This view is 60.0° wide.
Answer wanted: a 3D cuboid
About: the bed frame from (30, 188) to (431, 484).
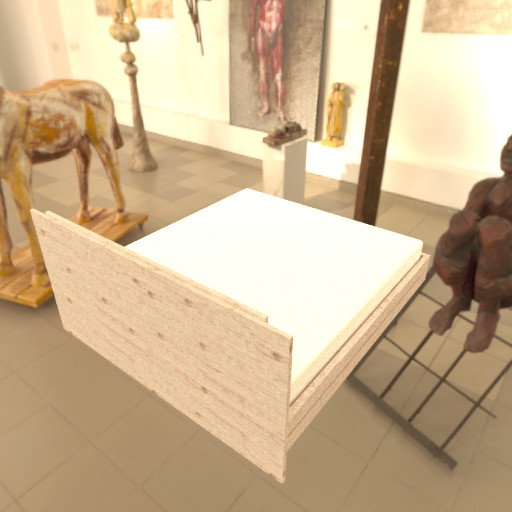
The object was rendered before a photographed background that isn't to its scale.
[{"bbox_3d":[0.000,0.000,3.192,1.950,0.970,2.080,22,37,32],"label":"bed frame"}]
